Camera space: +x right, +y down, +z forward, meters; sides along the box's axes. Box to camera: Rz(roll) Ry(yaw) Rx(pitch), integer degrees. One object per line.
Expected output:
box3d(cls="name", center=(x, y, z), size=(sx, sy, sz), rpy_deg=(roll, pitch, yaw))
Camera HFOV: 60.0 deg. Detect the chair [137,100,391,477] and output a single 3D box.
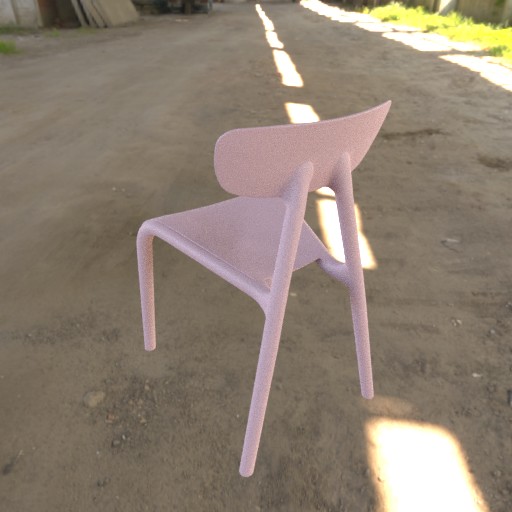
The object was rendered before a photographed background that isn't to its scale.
box3d(cls="chair", center=(0.000, 0.000, 0.815), size=(0.356, 0.580, 0.401), rpy_deg=(-20, 37, -28))
